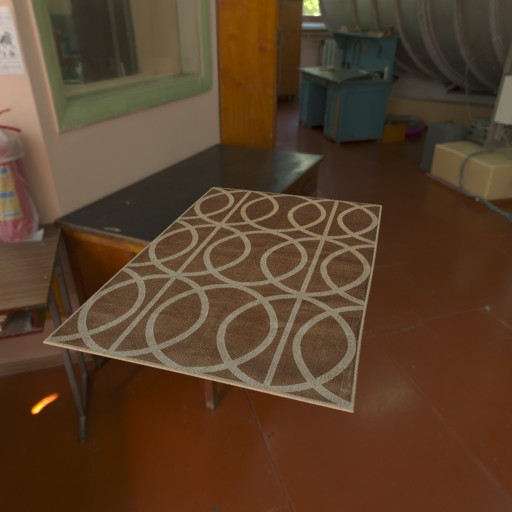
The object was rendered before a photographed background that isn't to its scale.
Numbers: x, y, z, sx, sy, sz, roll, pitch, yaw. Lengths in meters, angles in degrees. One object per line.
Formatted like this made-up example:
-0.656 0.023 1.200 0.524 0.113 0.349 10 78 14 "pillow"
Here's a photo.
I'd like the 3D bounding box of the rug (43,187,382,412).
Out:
0.000 0.000 2.954 1.526 0.014 2.290 8 30 15 "rug"
